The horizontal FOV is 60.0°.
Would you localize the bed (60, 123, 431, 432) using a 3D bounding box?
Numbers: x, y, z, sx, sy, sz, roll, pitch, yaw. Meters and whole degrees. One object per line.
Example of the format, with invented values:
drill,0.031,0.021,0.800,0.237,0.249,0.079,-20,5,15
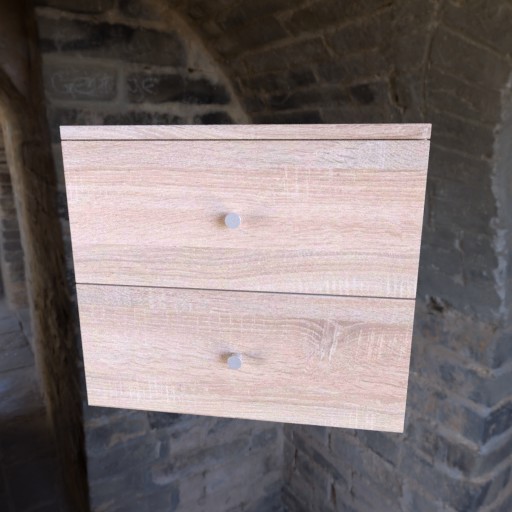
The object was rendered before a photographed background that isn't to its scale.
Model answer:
bed,0.000,0.000,0.766,0.460,0.420,0.401,2,14,8
